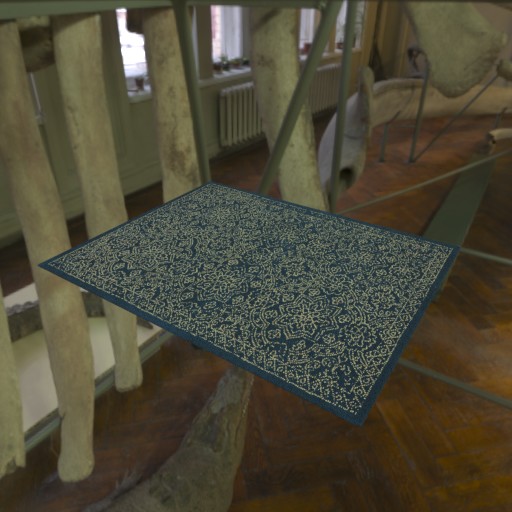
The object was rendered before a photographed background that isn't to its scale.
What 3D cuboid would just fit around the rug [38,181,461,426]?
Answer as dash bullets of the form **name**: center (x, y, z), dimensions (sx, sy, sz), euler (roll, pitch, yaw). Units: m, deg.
- **rug**: center (0.000, 0.000, 4.067), dimensions (3.048, 0.010, 2.438), euler (19, 36, 29)
